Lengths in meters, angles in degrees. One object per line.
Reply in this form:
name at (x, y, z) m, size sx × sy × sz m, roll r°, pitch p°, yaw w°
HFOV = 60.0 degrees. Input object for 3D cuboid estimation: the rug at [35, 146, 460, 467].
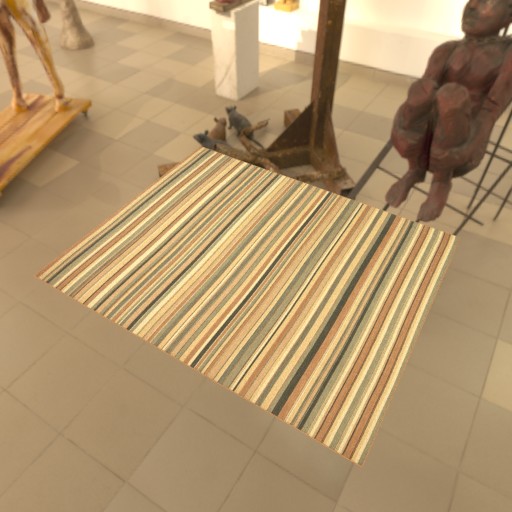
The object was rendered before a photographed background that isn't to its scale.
rug at (0.000, 0.000, 4.024) m, size 3.045 × 0.011 × 2.436 m, roll 24°, pitch 50°, yaw 21°
